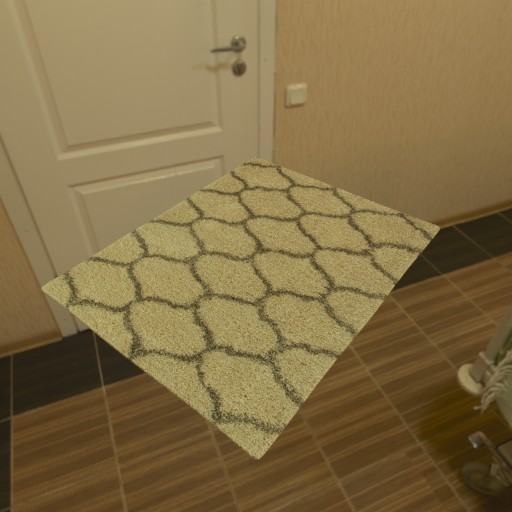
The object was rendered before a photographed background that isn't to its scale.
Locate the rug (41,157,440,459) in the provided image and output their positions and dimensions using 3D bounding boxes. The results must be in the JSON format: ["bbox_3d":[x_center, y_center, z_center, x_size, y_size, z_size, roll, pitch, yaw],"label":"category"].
[{"bbox_3d":[0.000,0.000,4.151,2.399,0.026,3.000,27,48,28],"label":"rug"}]
